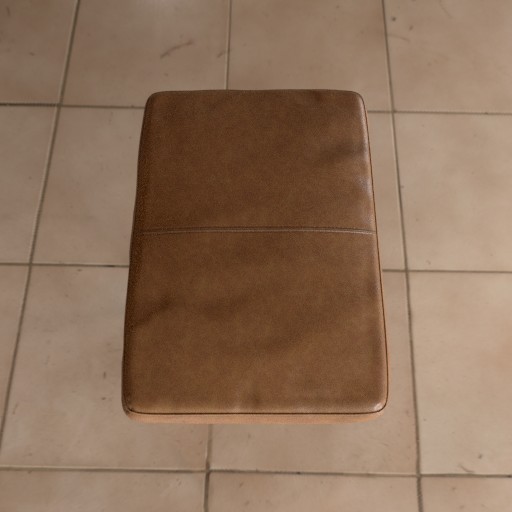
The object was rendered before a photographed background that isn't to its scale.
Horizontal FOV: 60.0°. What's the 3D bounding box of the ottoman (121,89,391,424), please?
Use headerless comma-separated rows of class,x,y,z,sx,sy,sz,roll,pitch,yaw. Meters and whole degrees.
ottoman,0.000,0.000,1.244,0.630,0.461,0.869,0,73,0
